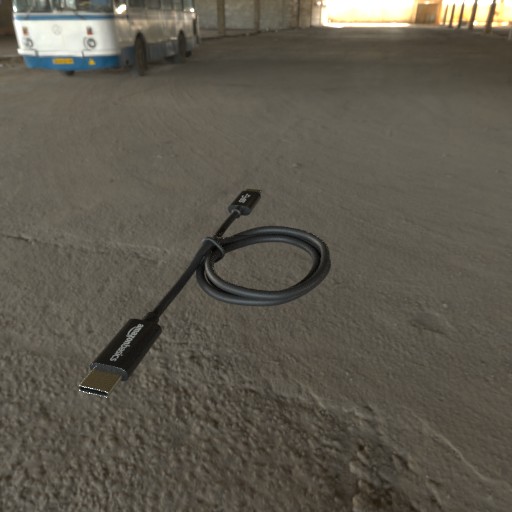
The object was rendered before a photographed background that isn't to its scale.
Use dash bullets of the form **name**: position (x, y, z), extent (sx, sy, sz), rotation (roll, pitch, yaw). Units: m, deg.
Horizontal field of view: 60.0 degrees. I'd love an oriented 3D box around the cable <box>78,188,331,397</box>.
- **cable**: position (0.000, 0.000, 0.210), extent (0.070, 0.014, 0.186), rotation (7, 30, 13)
